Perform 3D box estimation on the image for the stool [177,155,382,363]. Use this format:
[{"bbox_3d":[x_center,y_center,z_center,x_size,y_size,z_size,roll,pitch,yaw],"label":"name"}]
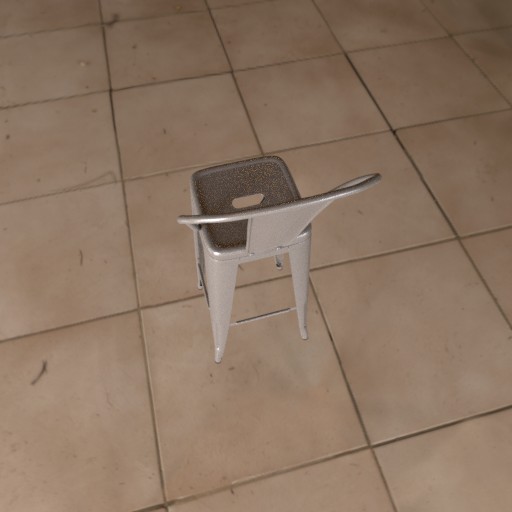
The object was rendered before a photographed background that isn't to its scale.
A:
[{"bbox_3d":[0.000,0.000,1.332,0.399,1.096,0.513,-13,59,-8],"label":"stool"}]
